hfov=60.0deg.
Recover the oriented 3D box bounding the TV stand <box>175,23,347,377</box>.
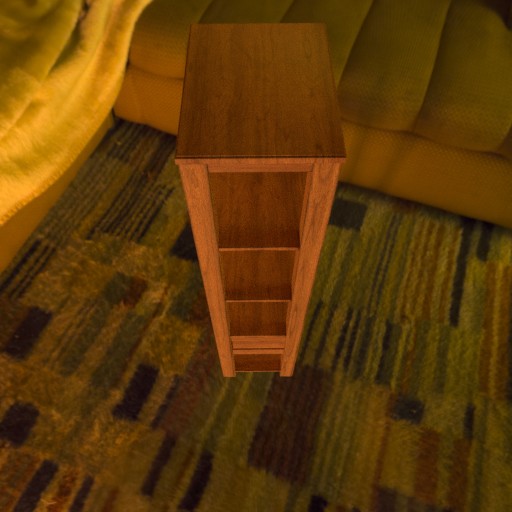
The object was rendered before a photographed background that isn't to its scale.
[{"bbox_3d":[0.000,0.000,1.995,0.435,1.828,0.565,-1,58,0],"label":"TV stand"}]
